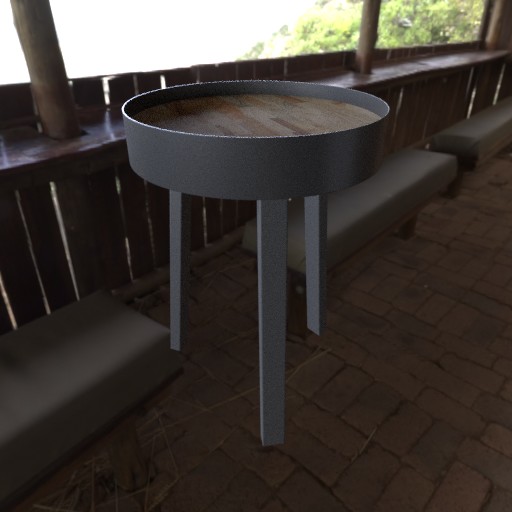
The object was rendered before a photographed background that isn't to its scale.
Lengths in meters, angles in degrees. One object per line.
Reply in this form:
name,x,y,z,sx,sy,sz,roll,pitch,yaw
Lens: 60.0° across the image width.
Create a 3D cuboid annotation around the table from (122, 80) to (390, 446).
table,0.000,0.000,0.835,0.406,0.559,0.406,0,30,0
